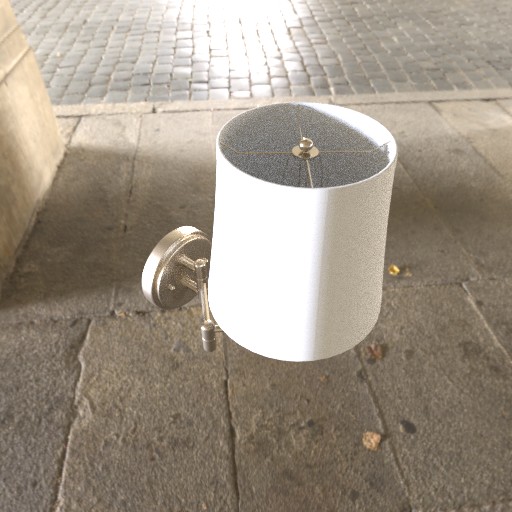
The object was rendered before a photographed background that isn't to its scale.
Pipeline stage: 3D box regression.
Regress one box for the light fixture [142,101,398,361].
[{"bbox_3d":[0.000,0.000,0.592,0.348,0.381,0.223,27,49,27],"label":"light fixture"}]
